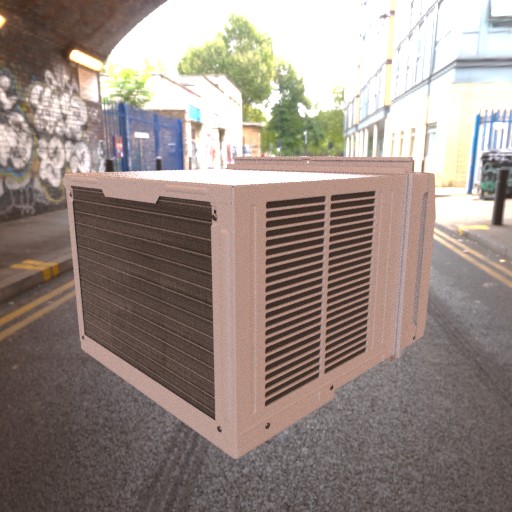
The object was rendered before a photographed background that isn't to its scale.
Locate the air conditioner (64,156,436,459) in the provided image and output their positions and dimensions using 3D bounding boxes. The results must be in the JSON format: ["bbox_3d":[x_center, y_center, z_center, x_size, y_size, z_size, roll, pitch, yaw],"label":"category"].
[{"bbox_3d":[0.000,0.000,0.889,0.546,0.388,0.503,-12,18,-43],"label":"air conditioner"}]
